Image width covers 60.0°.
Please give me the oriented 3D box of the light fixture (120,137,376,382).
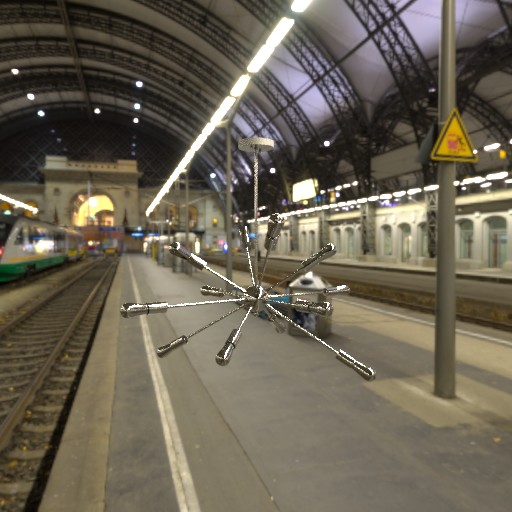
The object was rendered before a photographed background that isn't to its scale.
[{"bbox_3d":[0.000,0.000,1.090,0.684,0.558,0.509,-1,2,-38],"label":"light fixture"}]
